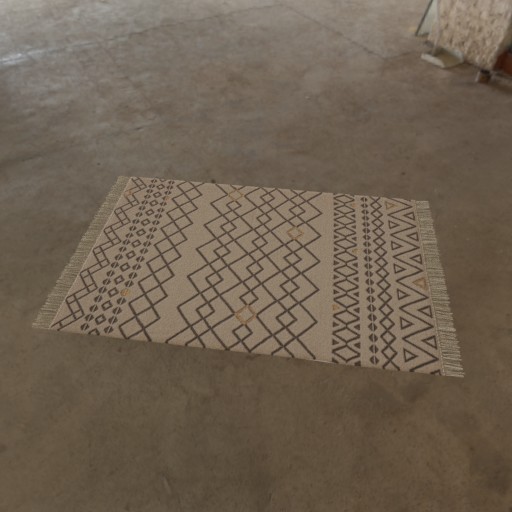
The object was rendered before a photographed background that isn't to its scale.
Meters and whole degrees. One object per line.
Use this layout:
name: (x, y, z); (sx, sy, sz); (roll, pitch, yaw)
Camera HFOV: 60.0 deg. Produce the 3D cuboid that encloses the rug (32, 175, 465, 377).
rug: (0.000, 0.000, 2.441); (2.023, 0.028, 1.224); (6, 47, 5)
